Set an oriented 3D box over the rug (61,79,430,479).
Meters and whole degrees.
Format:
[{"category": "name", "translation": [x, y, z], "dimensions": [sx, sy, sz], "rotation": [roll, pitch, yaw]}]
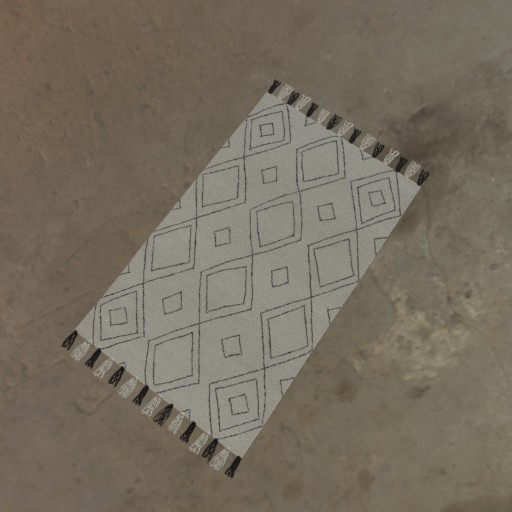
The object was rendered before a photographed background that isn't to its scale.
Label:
[{"category": "rug", "translation": [0.000, 0.000, 3.358], "dimensions": [1.524, 0.021, 2.755], "rotation": [34, 78, 8]}]
